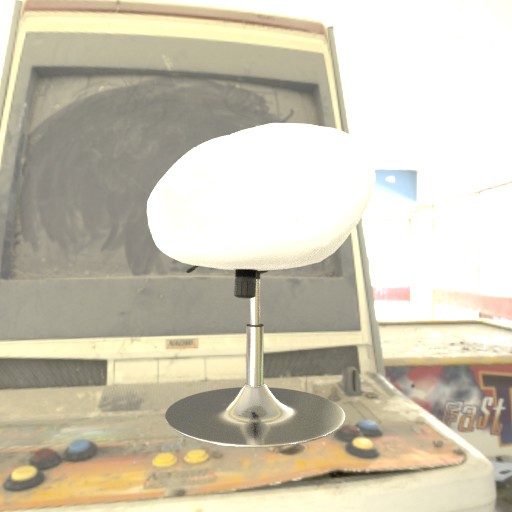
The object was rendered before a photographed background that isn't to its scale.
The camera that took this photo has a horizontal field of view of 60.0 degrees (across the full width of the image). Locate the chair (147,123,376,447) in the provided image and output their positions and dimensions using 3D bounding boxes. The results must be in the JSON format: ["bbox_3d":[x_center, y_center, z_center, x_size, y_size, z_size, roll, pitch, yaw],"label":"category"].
[{"bbox_3d":[0.000,0.000,1.800,0.940,1.261,0.736,0,-1,17],"label":"chair"}]
